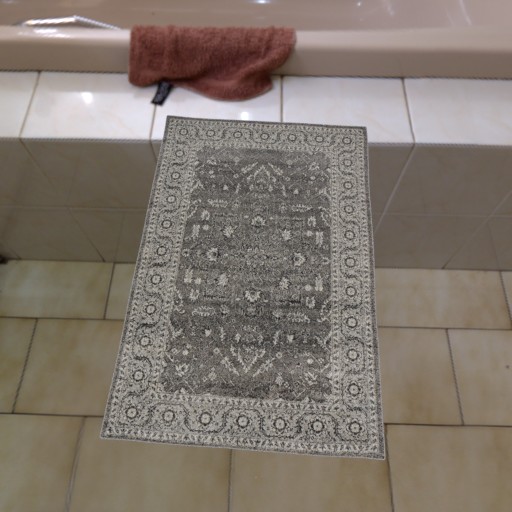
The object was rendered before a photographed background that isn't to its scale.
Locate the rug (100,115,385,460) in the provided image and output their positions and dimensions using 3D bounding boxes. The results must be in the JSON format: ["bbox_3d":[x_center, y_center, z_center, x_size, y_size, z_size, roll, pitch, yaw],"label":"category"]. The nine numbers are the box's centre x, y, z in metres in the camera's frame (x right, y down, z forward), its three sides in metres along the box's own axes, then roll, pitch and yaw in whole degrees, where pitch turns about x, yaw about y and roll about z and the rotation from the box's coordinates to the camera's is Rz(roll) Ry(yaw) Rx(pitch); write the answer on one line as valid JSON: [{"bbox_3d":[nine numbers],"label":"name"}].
[{"bbox_3d":[0.000,0.000,2.267,1.209,0.019,1.828,4,64,2],"label":"rug"}]
